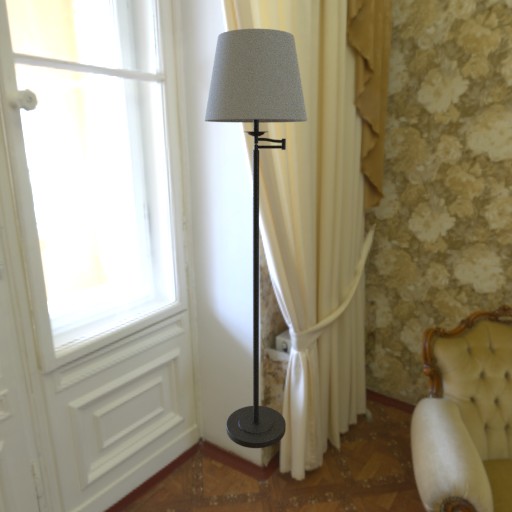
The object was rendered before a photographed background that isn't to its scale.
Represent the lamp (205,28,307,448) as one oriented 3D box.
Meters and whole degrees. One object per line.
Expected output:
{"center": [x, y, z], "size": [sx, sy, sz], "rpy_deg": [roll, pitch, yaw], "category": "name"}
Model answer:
{"center": [0.000, 0.000, 1.634], "size": [0.348, 1.473, 0.348], "rpy_deg": [-3, 15, -9], "category": "lamp"}
